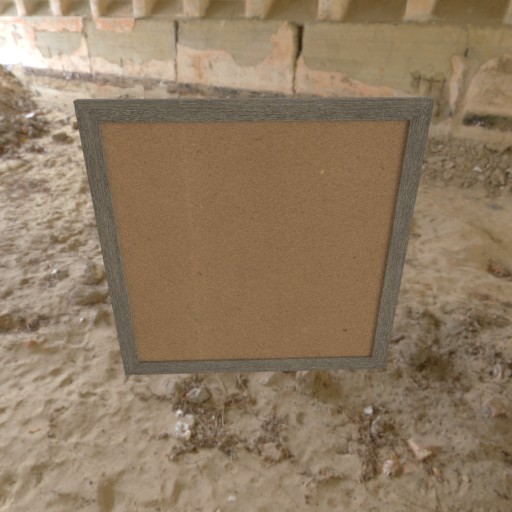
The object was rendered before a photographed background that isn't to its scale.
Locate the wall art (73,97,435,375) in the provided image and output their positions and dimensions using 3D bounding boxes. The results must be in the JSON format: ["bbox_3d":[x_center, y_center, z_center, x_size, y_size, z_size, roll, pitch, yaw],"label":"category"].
[{"bbox_3d":[0.000,0.000,1.011,0.685,0.685,0.020,-1,29,-2],"label":"wall art"}]
